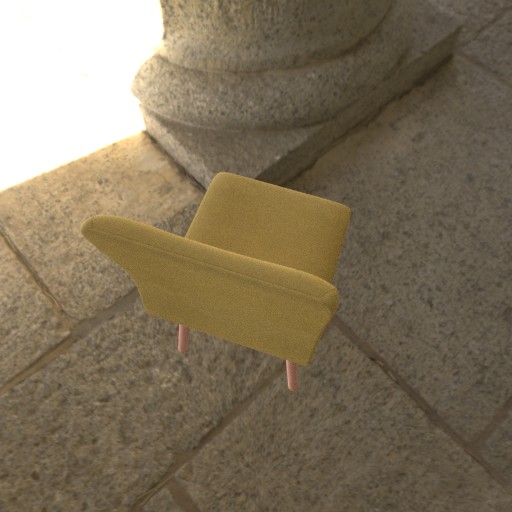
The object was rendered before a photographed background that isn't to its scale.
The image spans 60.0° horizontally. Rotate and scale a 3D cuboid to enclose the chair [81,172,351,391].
[{"bbox_3d":[0.000,0.000,1.242,0.450,0.965,0.550,17,65,8],"label":"chair"}]
